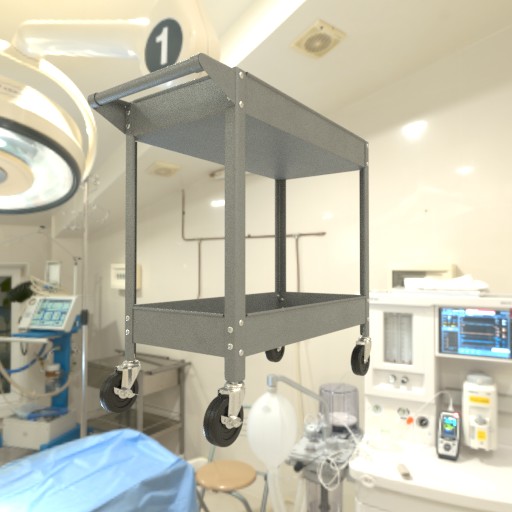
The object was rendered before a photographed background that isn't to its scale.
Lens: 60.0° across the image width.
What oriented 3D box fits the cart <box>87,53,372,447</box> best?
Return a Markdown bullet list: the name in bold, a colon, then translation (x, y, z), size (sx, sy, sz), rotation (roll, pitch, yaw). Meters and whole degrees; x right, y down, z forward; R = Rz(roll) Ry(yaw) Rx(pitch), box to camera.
- **cart**: translation (0.000, 0.000, 1.172), size (0.366, 0.719, 0.779), rotation (-1, -1, 36)
